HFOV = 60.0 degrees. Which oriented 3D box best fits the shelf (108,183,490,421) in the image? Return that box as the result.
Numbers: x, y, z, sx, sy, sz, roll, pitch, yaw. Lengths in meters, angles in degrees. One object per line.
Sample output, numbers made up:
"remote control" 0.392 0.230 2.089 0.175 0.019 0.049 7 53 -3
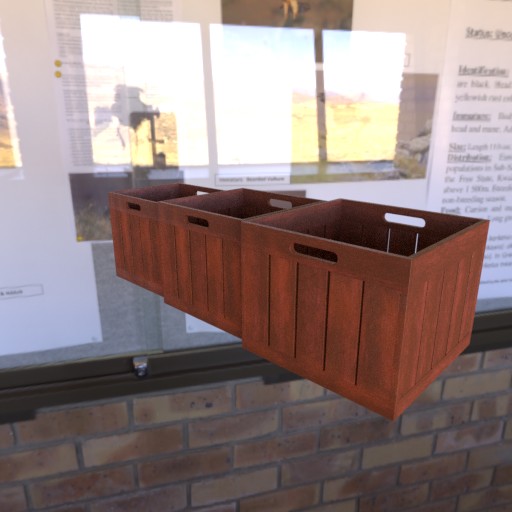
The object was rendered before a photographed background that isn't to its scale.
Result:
"shelf" 0.000 0.000 1.247 1.064 0.311 0.393 16 24 41
